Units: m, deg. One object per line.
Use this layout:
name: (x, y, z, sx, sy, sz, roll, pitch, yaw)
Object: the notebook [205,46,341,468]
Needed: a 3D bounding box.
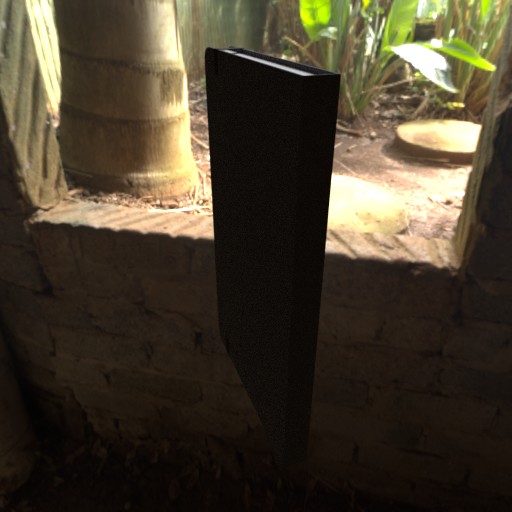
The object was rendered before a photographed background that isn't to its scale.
notebook: (0.000, 0.000, 0.257, 0.016, 0.213, 0.127, -11, 32, -18)
